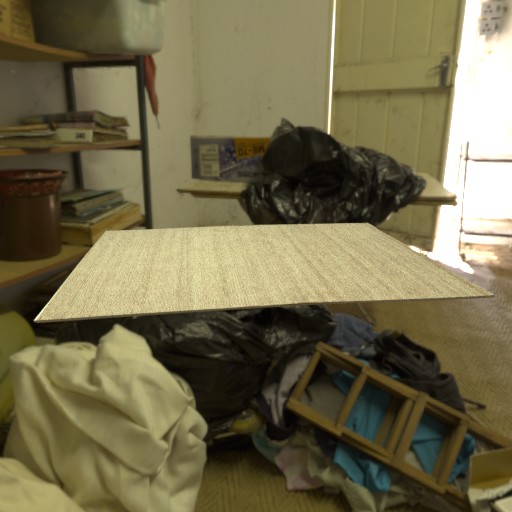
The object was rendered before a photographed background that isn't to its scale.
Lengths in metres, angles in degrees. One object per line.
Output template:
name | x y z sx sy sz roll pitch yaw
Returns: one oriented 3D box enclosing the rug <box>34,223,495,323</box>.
rug | 0.000 0.000 4.177 3.202 0.045 2.434 -2 17 -7
